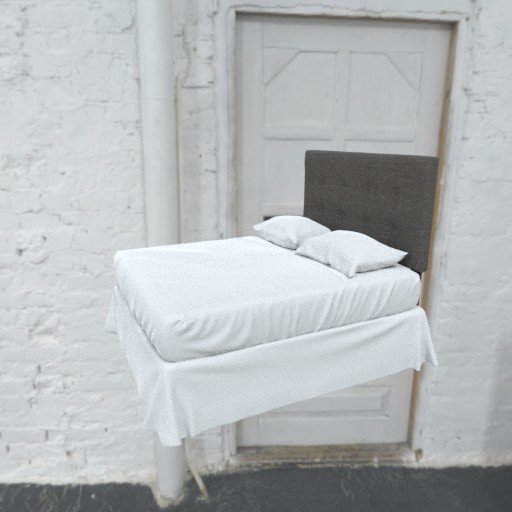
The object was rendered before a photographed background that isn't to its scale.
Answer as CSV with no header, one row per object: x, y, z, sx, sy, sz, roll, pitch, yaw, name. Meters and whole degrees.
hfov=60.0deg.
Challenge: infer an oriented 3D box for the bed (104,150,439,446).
0.000,0.000,3.532,2.222,1.577,1.936,-7,17,-25,bed
